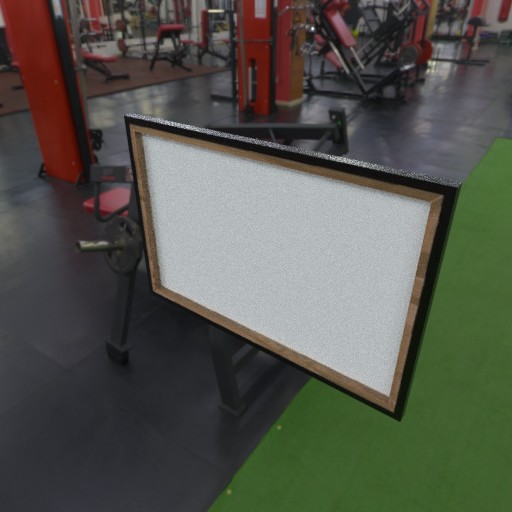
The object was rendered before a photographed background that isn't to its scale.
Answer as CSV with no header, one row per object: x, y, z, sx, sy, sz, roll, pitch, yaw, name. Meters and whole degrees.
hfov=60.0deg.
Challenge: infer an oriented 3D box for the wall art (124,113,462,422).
0.000,0.000,0.856,0.659,0.446,0.022,21,36,31,wall art
